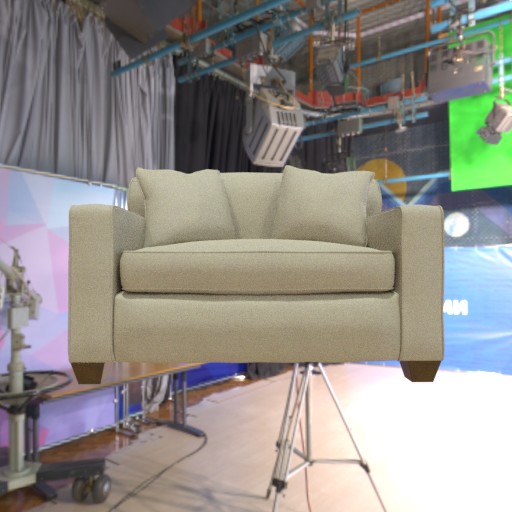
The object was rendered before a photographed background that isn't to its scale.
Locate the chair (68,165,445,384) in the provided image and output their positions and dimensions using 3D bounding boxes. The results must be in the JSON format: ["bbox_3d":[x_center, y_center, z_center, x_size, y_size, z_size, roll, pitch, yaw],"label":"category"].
[{"bbox_3d":[0.000,0.000,2.059,1.383,0.948,1.000,0,-1,-1],"label":"chair"}]
